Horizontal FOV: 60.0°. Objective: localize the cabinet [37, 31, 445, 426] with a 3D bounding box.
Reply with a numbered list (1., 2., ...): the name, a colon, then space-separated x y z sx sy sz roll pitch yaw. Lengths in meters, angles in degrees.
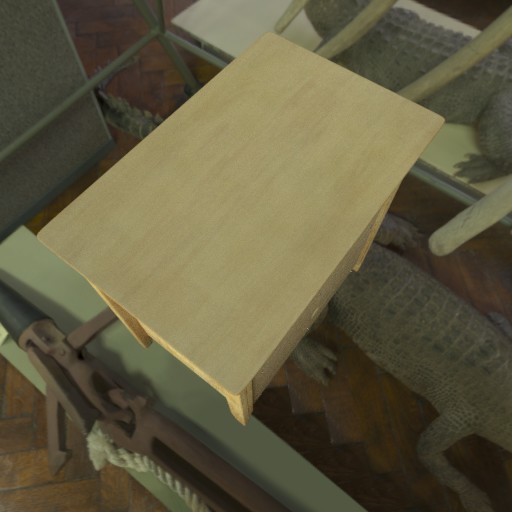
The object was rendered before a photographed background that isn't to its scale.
1. cabinet: 0.000 0.000 1.265 0.503 0.762 0.763 34 68 16
